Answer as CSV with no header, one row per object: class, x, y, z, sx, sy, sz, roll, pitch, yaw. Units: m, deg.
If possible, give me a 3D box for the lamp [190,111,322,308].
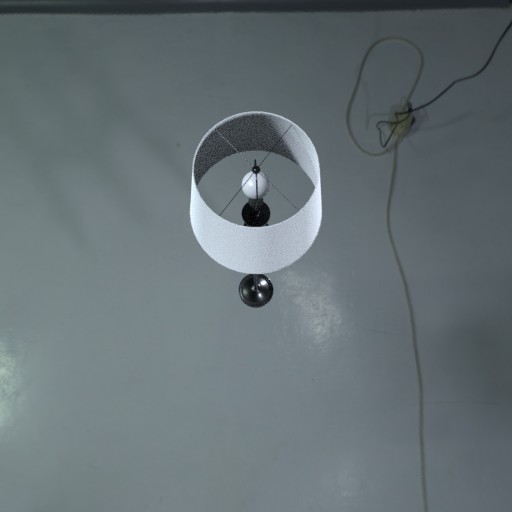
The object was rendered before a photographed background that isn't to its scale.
lamp,0.000,0.000,1.796,0.379,1.623,0.379,0,76,0
